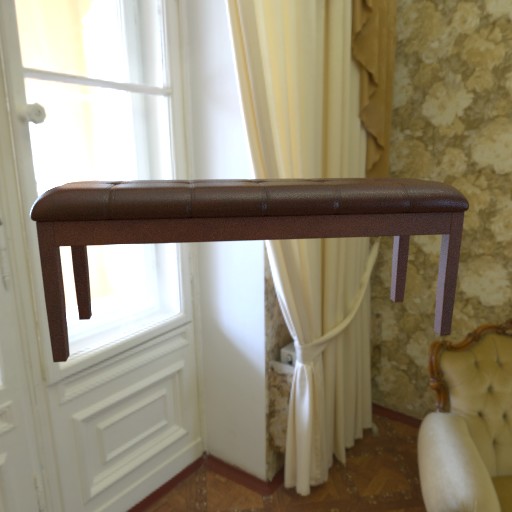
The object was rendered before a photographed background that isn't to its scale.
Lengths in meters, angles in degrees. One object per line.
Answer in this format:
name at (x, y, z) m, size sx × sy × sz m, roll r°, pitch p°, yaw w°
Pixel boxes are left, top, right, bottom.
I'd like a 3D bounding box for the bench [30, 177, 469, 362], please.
bench at (0.000, 0.000, 1.470) m, size 1.259 × 0.491 × 0.401 m, roll -2°, pitch 14°, yaw -9°
